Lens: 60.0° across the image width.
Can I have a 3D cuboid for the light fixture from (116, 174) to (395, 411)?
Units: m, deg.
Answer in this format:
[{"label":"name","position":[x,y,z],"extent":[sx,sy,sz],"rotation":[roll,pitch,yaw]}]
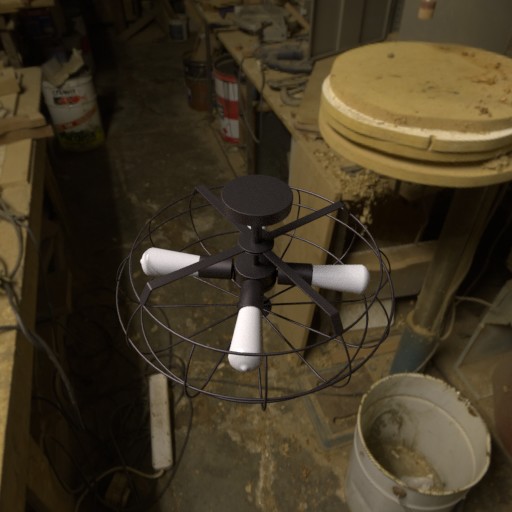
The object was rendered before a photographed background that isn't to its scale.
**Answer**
[{"label":"light fixture","position":[0.000,0.000,0.911],"extent":[0.582,0.311,0.582],"rotation":[0,43,0]}]
